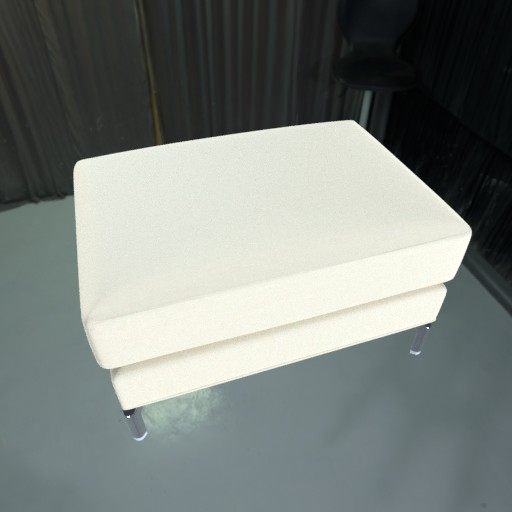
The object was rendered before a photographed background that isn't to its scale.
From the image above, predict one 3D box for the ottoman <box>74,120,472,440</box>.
[{"bbox_3d":[0.000,0.000,1.196,0.835,0.497,0.581,-13,44,-13],"label":"ottoman"}]
